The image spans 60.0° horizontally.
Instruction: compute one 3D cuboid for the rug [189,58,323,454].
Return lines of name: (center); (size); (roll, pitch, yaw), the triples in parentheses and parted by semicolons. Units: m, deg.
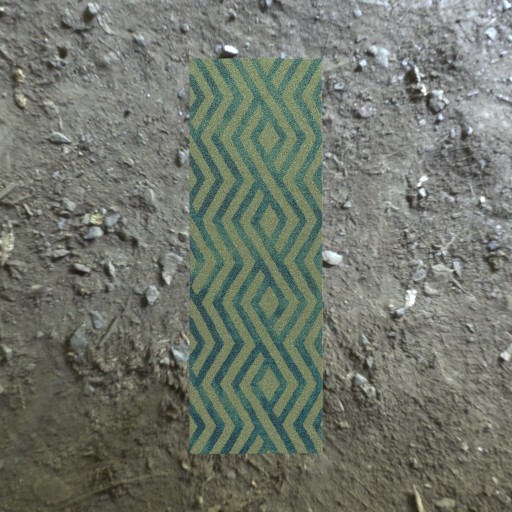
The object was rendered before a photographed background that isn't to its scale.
rug: (0.000, 0.000, 1.672); (0.503, 0.007, 1.492); (0, 90, -1)
